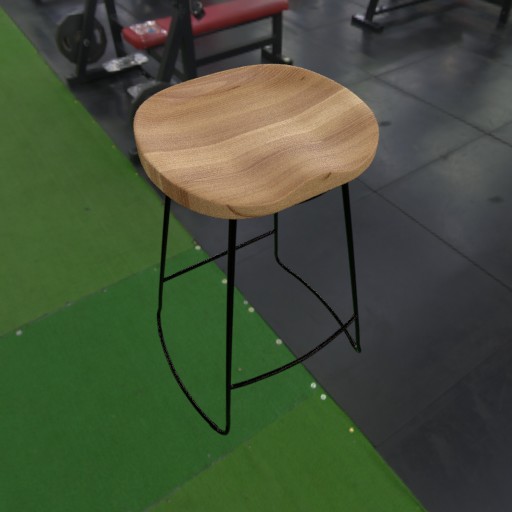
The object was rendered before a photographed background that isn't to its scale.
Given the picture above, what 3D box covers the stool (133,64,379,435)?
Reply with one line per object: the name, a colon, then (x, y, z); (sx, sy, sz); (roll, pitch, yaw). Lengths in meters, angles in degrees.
stool: (0.000, 0.000, 0.975); (0.480, 0.679, 0.401); (-25, 52, -21)
